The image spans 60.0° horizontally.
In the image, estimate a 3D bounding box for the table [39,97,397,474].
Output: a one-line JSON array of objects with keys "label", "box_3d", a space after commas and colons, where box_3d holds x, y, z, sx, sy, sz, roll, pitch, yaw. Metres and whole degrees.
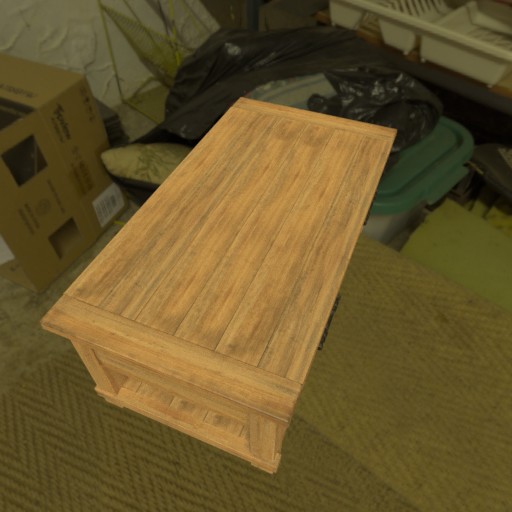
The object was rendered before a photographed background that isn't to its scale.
[{"label": "table", "box_3d": [0.000, 0.000, 1.622, 0.693, 0.494, 1.270, 17, 50, 15]}]
